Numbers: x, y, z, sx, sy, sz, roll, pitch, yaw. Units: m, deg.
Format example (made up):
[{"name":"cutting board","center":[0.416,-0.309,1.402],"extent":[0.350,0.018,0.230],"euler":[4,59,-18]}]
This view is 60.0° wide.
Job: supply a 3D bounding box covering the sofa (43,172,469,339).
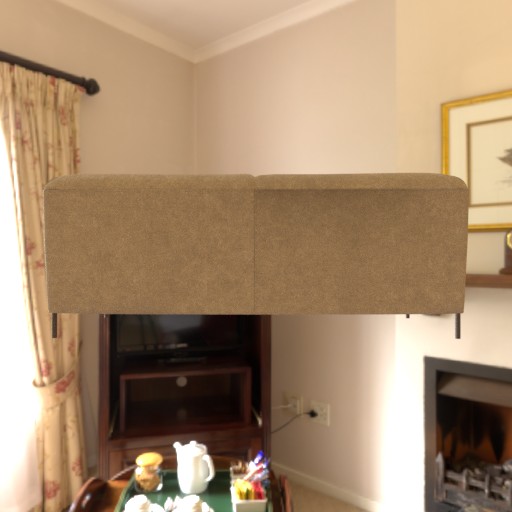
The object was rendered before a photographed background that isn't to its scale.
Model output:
[{"name":"sofa","center":[0.000,0.000,2.347],"extent":[1.878,0.747,0.905],"euler":[0,0,1]}]
